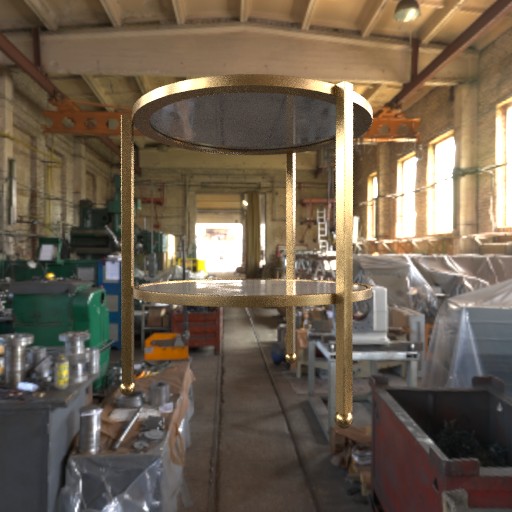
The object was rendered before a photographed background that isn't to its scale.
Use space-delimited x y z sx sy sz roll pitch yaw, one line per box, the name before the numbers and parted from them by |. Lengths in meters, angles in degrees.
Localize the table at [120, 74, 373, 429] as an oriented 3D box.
table | 0.000 0.000 0.438 0.231 0.269 0.243 0 0 -37
